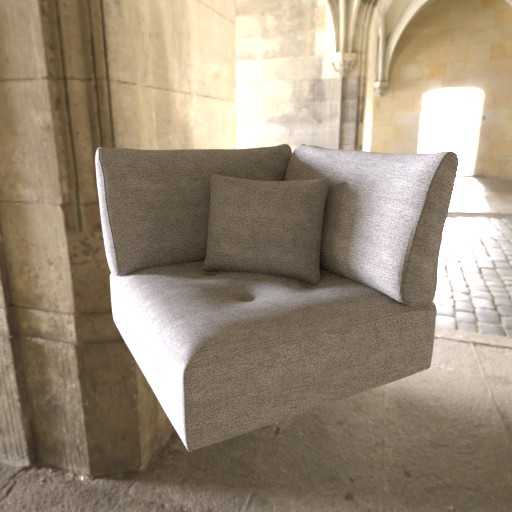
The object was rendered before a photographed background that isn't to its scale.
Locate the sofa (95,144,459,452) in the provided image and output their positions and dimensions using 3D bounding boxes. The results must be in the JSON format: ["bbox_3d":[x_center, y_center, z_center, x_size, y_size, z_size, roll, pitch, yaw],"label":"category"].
[{"bbox_3d":[0.000,0.000,1.724,1.000,0.820,1.000,-8,18,-27],"label":"sofa"}]
